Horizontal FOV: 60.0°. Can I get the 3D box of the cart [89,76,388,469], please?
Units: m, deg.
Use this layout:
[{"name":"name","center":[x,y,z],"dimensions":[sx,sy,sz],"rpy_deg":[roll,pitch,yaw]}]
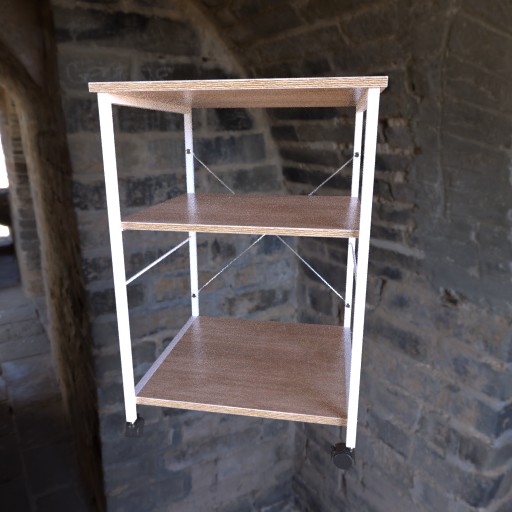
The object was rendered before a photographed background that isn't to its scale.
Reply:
[{"name":"cart","center":[0.000,0.000,1.101],"dimensions":[0.521,0.762,0.520],"rpy_deg":[3,16,10]}]
